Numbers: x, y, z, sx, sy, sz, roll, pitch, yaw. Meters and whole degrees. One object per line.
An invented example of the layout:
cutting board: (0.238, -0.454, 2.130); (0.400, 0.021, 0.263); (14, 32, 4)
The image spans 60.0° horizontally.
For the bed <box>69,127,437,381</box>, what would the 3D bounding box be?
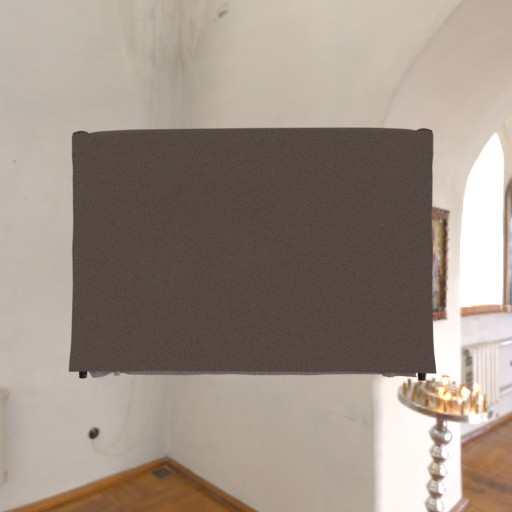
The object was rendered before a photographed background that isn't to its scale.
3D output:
bed: (0.000, 0.000, 3.432); (1.925, 1.332, 2.276); (0, -1, 1)
